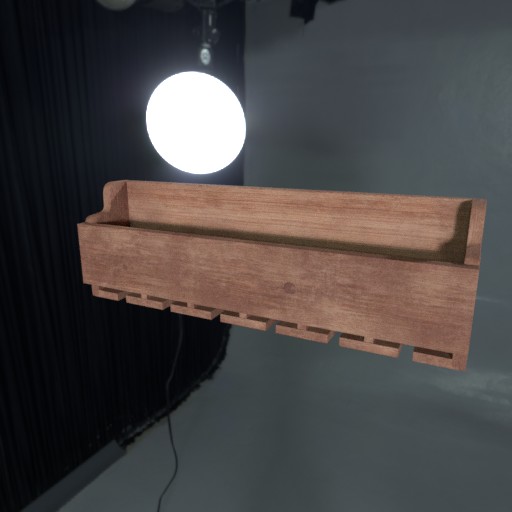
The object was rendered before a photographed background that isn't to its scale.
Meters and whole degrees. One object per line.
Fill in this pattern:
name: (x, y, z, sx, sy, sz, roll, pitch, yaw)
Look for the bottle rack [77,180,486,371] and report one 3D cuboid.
bottle rack: (0.000, 0.000, 0.679, 0.608, 0.196, 0.126, 7, 17, 25)
